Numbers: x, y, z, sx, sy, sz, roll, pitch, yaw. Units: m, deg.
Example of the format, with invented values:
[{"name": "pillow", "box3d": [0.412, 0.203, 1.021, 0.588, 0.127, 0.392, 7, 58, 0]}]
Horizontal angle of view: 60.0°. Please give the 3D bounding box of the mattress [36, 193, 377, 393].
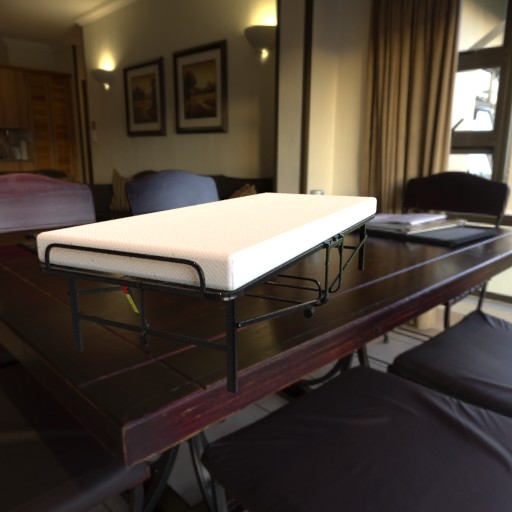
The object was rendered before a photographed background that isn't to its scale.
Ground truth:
[{"name": "mattress", "box3d": [0.000, 0.000, 2.489, 0.922, 0.519, 2.153, 6, 14, 26]}]
